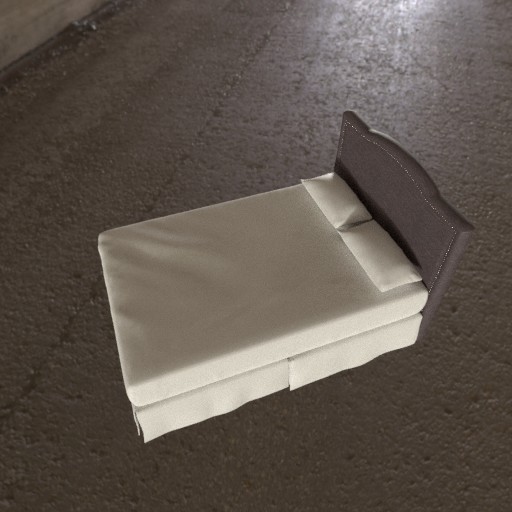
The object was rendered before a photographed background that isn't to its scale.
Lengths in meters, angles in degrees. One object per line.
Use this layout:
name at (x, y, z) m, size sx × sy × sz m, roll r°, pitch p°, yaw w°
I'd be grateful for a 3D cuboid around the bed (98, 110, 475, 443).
bed at (0.000, 0.000, 3.612) m, size 2.507 × 1.441 × 1.741 m, roll -15°, pitch 49°, yaw -14°
